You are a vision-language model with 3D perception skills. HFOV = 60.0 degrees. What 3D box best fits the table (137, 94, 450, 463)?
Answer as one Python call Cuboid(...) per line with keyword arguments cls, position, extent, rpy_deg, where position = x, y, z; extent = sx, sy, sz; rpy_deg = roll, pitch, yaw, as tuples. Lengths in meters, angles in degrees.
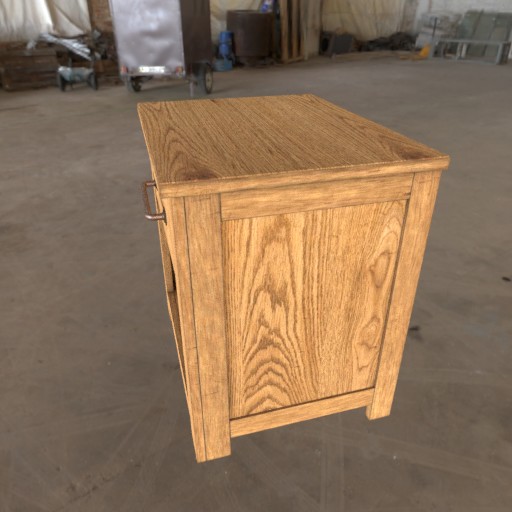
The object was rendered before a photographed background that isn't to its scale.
Cuboid(cls="table", position=(0.000, 0.000, 1.068), extent=(0.494, 0.625, 0.601), rpy_deg=(-8, 31, -14))
